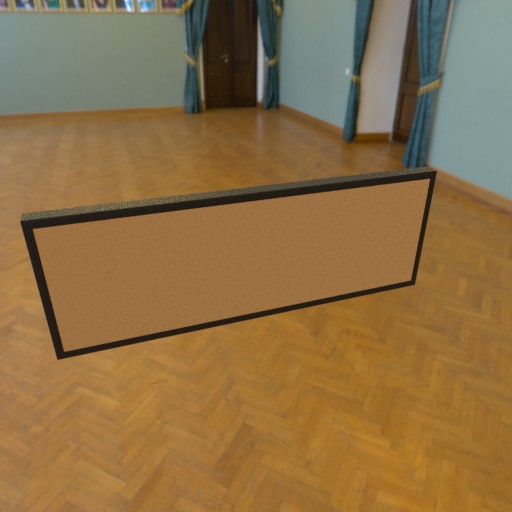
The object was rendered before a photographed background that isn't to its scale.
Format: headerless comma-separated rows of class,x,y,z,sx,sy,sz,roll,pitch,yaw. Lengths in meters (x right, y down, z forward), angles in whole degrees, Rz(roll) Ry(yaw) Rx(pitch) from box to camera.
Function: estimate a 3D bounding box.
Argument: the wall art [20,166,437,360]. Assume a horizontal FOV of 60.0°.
wall art,0.000,0.000,0.962,0.860,0.303,0.037,-9,29,-17
